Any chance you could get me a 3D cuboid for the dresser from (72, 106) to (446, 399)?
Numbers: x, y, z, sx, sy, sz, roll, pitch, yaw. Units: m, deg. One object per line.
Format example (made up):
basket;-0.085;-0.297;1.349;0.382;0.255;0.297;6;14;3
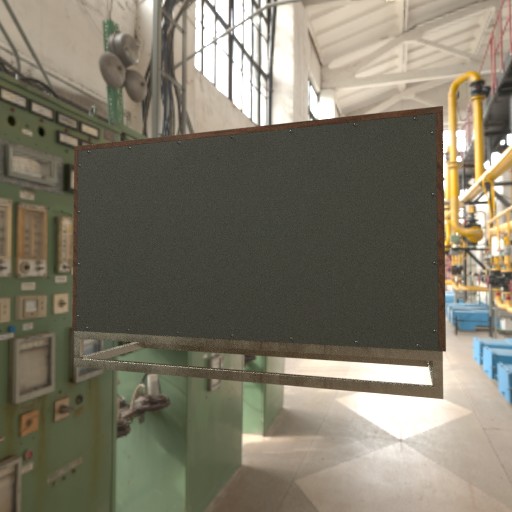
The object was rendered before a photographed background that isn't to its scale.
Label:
dresser;0.000;0.000;2.152;1.646;1.061;0.623;-1;-2;19
